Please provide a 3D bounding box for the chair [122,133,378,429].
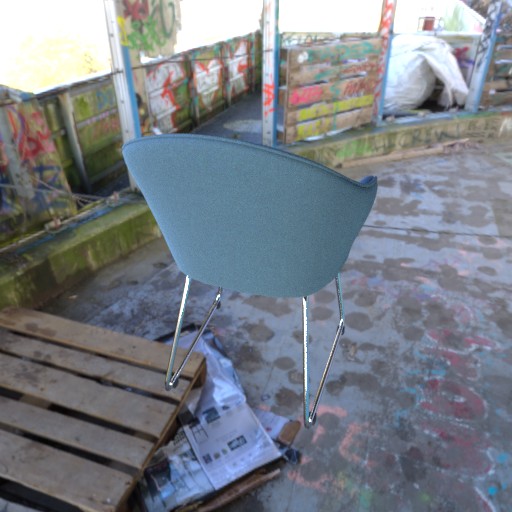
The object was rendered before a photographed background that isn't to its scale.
[{"bbox_3d":[0.000,0.000,1.193,0.570,0.815,0.585,10,33,15],"label":"chair"}]
